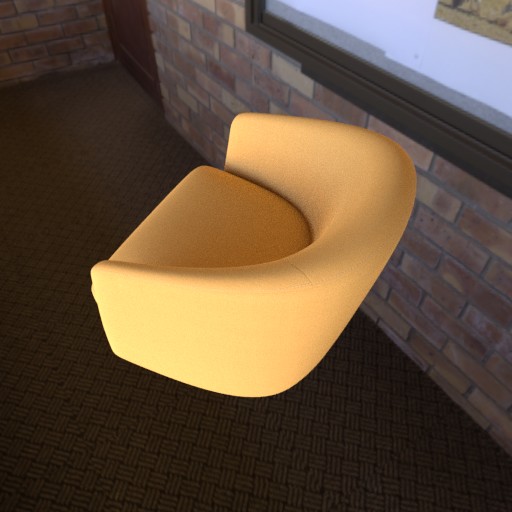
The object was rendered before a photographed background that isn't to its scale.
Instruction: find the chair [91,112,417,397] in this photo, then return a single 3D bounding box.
[{"bbox_3d":[0.000,0.000,1.330,0.767,0.698,0.773,18,49,16],"label":"chair"}]
